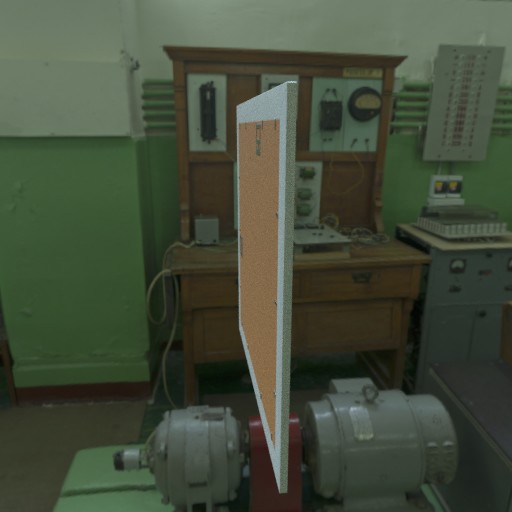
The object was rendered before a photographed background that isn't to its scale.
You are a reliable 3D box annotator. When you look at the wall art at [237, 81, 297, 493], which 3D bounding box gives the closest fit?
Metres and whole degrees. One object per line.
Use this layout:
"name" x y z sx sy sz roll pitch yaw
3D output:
"wall art" 0.000 0.000 0.869 0.013 0.584 0.584 -2 16 -8
